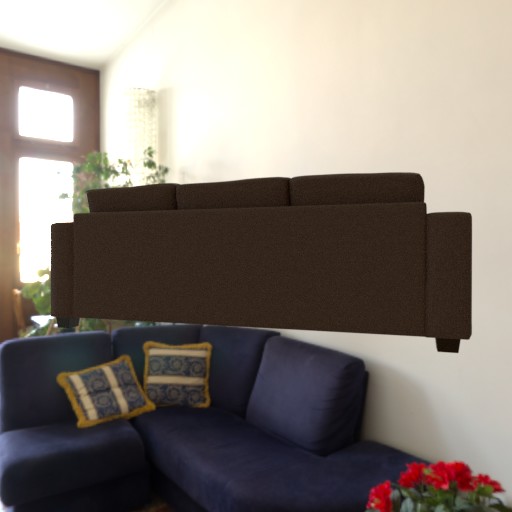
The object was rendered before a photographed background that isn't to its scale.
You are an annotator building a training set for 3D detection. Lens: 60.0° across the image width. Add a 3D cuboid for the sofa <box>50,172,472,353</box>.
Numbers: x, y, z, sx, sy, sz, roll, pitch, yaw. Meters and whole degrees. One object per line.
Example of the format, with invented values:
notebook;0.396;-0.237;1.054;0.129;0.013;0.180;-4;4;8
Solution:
sofa;0.000;0.000;2.566;2.160;0.806;0.900;0;1;18
